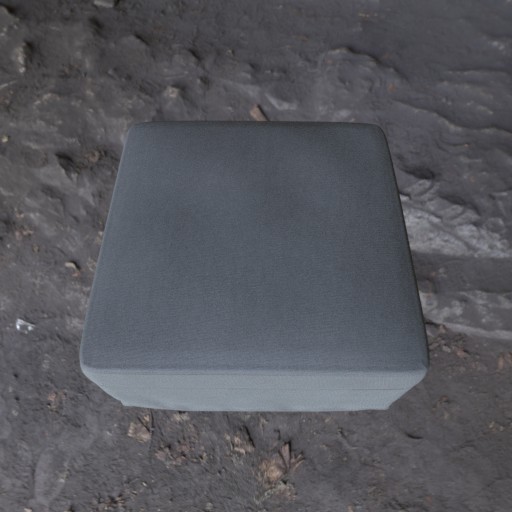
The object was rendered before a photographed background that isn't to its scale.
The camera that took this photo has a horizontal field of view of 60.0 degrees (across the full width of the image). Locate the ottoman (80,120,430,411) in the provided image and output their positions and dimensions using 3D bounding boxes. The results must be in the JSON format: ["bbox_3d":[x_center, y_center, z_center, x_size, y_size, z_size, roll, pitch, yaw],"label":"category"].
[{"bbox_3d":[0.000,0.000,1.368,0.843,0.441,0.842,0,59,0],"label":"ottoman"}]
